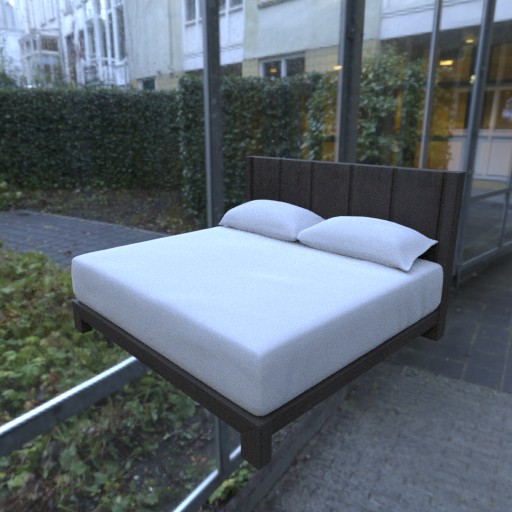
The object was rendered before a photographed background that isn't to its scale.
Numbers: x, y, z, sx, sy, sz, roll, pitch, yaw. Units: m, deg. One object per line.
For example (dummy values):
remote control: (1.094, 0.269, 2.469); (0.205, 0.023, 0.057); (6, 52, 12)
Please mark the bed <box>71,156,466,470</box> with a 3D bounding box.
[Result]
bed: (0.000, 0.000, 3.340); (2.012, 1.270, 2.134); (-16, 23, -42)
